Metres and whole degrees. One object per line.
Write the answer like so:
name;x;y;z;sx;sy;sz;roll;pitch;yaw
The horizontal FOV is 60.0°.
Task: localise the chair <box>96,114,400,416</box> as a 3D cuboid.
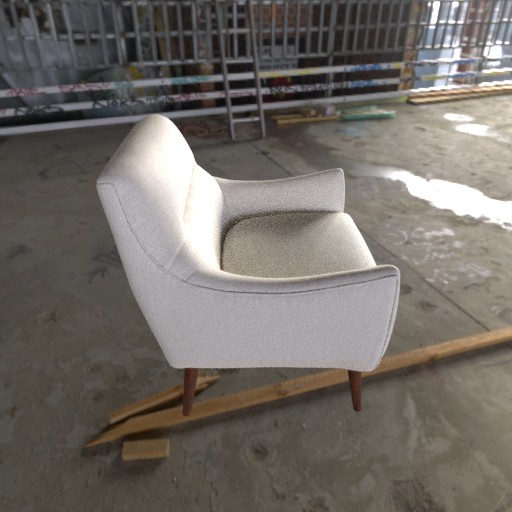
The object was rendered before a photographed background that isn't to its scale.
chair;0.000;0.000;1.482;0.787;0.838;0.762;-1;32;-2
